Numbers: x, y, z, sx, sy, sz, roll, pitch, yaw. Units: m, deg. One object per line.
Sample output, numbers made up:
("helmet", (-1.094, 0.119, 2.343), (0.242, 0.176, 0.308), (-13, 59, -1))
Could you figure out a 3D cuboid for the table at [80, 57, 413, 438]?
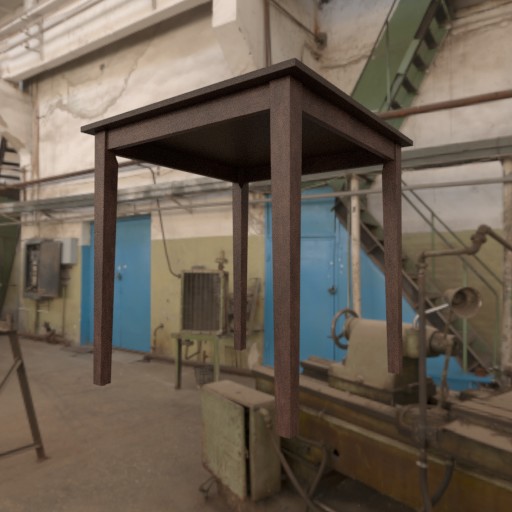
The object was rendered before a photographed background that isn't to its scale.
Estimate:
("table", (0.000, 0.000, 1.394), (0.749, 0.770, 0.749), (-1, -1, 37))
